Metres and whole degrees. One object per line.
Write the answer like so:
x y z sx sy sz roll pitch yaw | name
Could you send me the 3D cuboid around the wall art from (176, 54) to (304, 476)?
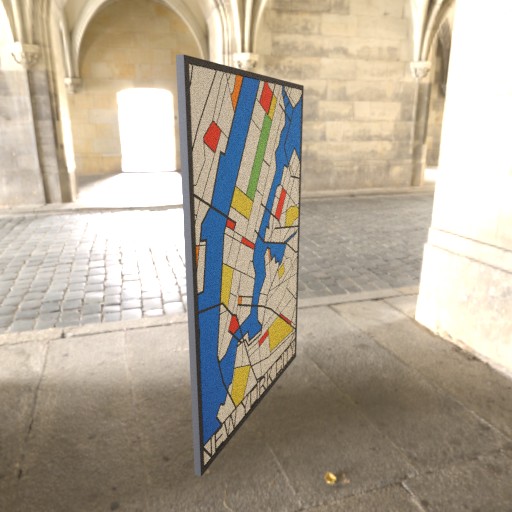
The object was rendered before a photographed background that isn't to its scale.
0.000 0.000 0.860 0.013 0.657 0.457 7 17 24 | wall art
